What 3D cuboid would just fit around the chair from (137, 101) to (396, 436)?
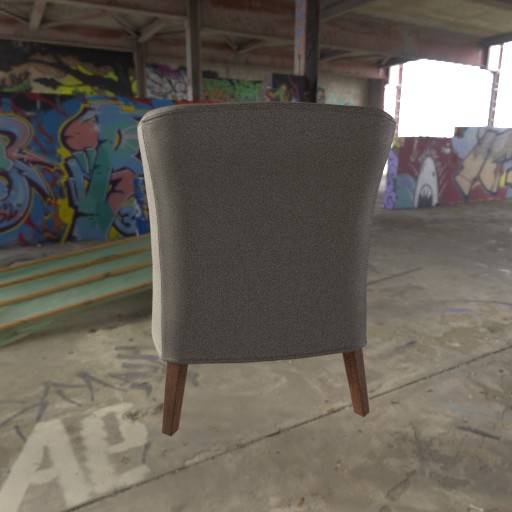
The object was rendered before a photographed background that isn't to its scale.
[{"bbox_3d":[0.000,0.000,1.249,0.600,0.771,0.668,-2,14,-9],"label":"chair"}]
